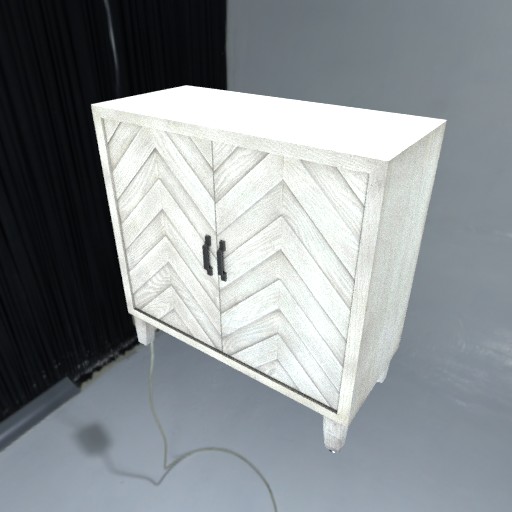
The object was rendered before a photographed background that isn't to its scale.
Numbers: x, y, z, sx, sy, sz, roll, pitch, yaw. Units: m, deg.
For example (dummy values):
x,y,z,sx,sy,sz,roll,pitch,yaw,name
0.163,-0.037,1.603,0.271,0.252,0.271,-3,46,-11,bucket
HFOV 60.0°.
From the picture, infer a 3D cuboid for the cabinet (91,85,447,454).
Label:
x,y,z,sx,sy,sz,roll,pitch,yaw,name
0.000,0.000,1.246,0.781,0.787,0.370,20,35,30,cabinet
